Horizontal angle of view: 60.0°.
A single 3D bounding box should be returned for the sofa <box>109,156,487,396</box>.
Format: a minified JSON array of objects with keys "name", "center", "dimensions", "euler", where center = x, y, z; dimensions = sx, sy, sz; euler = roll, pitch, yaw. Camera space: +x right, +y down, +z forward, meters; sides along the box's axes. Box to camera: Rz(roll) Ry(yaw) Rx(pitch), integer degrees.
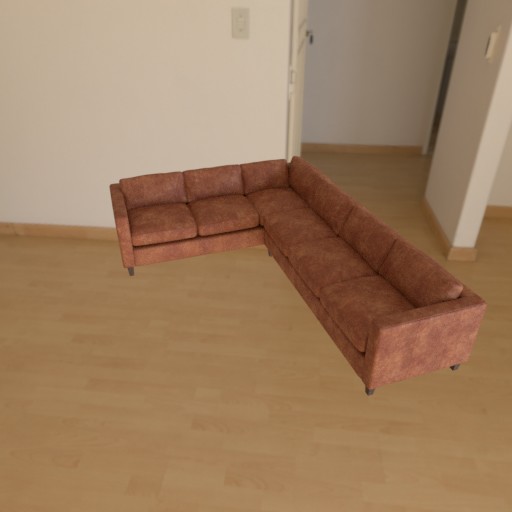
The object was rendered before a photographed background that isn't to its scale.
[{"name":"sofa","center":[0.000,0.000,4.230],"dimensions":[2.438,0.838,3.150],"euler":[-10,33,-16]}]
